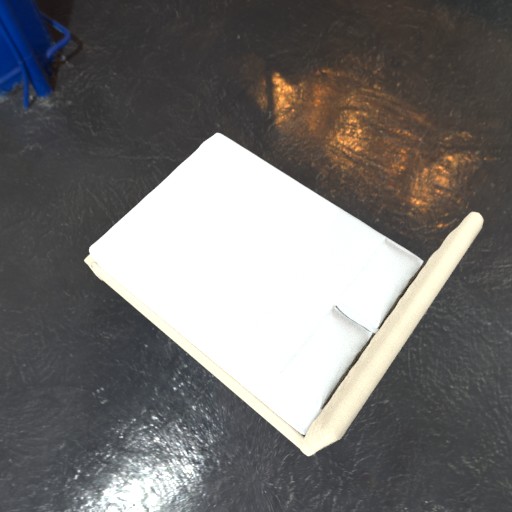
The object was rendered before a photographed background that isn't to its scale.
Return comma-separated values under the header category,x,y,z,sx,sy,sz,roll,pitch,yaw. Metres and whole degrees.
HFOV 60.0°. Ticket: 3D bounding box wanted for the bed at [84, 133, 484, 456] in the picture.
category,x,y,z,sx,sy,sz,roll,pitch,yaw
bed,0.000,0.000,3.437,2.387,1.427,1.698,36,69,16
